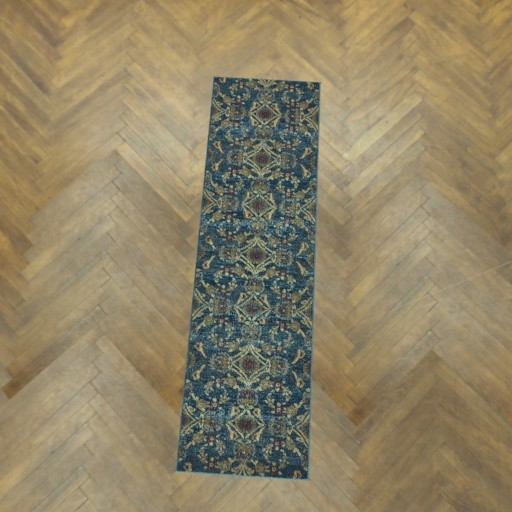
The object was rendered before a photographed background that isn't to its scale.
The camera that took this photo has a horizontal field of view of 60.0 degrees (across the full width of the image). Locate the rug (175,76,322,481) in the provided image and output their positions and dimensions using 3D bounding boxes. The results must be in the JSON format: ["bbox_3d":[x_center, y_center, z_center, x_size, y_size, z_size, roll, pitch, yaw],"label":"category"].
[{"bbox_3d":[0.000,0.000,2.508,0.685,0.014,2.292,3,76,1],"label":"rug"}]
